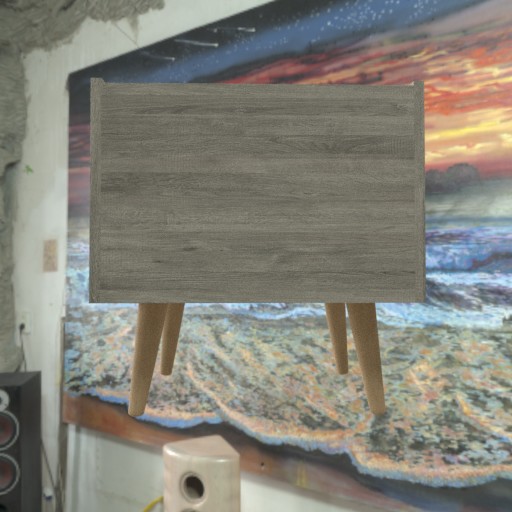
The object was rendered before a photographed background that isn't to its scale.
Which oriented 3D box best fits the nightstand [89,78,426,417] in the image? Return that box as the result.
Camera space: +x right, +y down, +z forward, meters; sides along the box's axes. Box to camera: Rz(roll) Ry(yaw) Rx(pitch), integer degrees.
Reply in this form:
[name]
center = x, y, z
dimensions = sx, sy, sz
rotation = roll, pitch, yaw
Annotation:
[nightstand]
center = 0.000, 0.000, 0.822
dimensions = 0.480, 0.500, 0.380
rotation = 0, -1, -1
